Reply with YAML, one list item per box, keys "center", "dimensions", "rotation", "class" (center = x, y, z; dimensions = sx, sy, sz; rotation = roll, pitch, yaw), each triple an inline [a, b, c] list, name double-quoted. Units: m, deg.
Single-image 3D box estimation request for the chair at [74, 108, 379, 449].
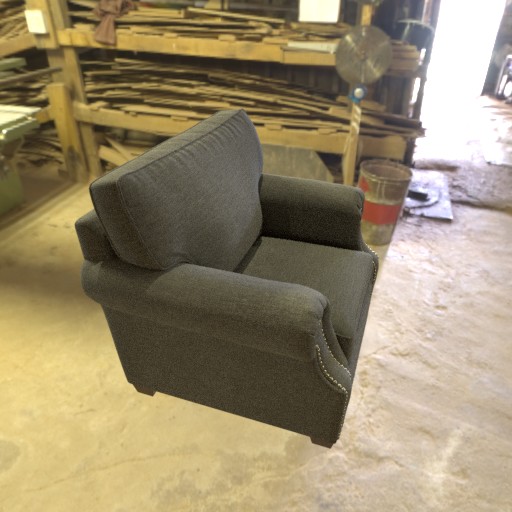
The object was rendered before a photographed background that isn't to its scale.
- center: [0.000, 0.000, 1.841]
  dimensions: [0.965, 0.961, 1.092]
  rotation: [10, 33, 17]
  class: "chair"
